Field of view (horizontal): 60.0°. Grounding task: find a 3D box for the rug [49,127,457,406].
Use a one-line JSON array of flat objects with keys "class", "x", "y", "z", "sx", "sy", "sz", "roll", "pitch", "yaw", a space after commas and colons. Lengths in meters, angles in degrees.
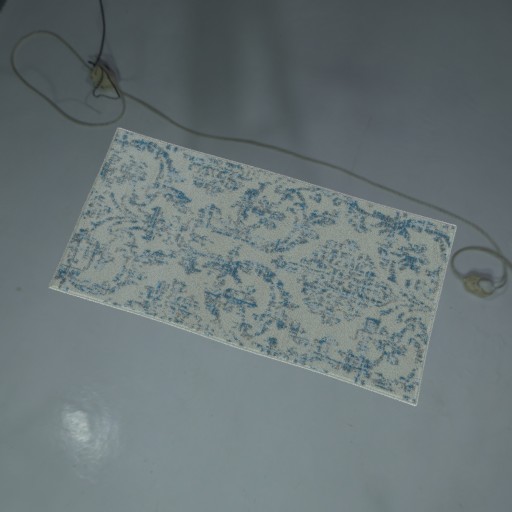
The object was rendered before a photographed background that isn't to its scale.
[{"class": "rug", "x": 0.000, "y": 0.000, "z": 1.459, "sx": 1.220, "sy": 0.007, "sz": 0.605, "roll": 17, "pitch": 77, "yaw": 4}]
